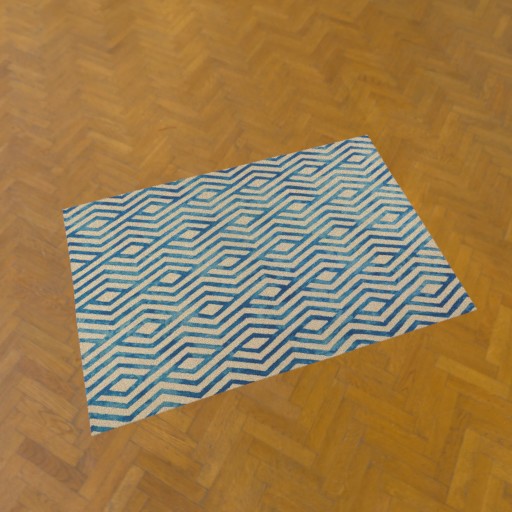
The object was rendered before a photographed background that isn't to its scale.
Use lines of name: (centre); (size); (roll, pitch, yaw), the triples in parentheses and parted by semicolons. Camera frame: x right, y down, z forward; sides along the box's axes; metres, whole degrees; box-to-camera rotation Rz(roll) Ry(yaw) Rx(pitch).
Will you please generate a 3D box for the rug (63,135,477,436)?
rug: (0.000, 0.000, 2.275); (1.830, 0.008, 1.225); (-16, 61, -9)
